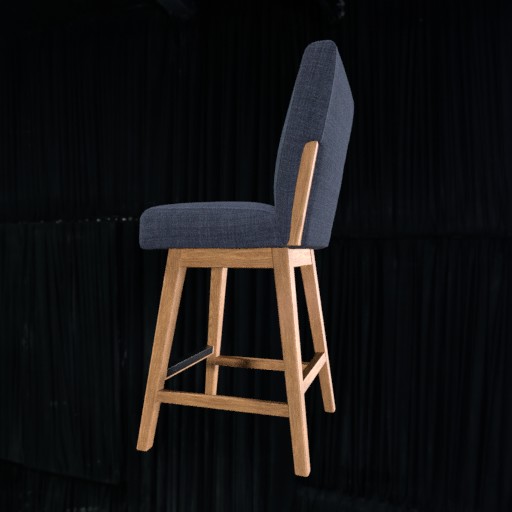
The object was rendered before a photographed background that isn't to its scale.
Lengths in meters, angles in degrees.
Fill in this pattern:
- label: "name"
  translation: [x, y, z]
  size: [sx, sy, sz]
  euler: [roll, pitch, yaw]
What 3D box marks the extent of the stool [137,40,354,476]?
- label: "stool"
  translation: [0.000, 0.000, 1.291]
  size: [0.526, 1.010, 0.459]
  euler: [0, 1, 18]
